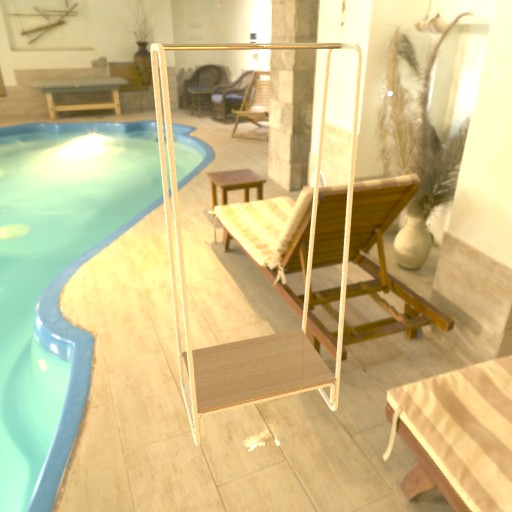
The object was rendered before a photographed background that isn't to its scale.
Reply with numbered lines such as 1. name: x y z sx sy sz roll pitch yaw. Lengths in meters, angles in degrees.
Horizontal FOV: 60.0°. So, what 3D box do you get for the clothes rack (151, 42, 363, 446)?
1. clothes rack: 0.000 0.000 1.732 0.640 1.500 0.400 -8 28 -16
